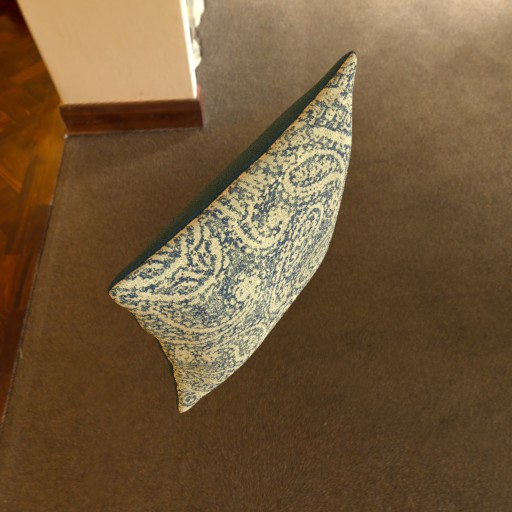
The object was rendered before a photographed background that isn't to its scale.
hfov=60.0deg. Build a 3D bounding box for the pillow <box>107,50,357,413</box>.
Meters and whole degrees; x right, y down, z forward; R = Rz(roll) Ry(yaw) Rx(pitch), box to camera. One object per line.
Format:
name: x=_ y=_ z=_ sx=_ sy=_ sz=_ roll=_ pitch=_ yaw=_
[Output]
pillow: x=0.000 y=0.000 z=0.783 sx=0.166 sy=0.510 sz=0.523 roll=32 pitch=64 yaw=18
